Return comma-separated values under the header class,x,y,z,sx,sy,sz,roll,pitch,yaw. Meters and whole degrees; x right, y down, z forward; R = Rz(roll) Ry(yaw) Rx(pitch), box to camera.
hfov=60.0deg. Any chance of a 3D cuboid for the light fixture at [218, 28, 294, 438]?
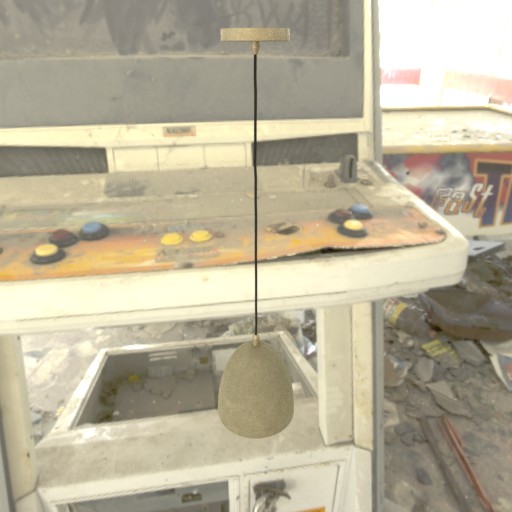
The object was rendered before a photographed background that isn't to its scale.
class,x,y,z,sx,sy,sz,roll,pitch,yaw
light fixture,0.000,0.000,0.832,0.170,0.759,0.170,8,27,16
